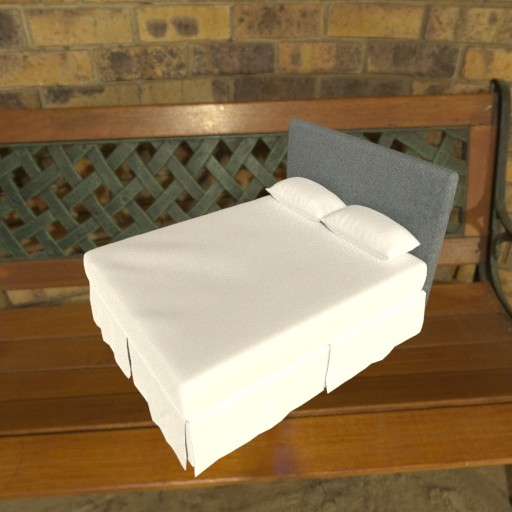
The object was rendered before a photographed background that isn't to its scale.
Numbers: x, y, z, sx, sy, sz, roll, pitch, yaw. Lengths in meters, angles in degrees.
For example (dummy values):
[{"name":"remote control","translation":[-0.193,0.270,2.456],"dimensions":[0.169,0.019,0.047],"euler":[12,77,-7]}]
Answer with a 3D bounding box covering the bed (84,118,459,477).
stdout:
[{"name":"bed","translation":[0.000,0.000,3.217],"dimensions":[2.142,1.330,1.723],"euler":[-21,38,-30]}]
